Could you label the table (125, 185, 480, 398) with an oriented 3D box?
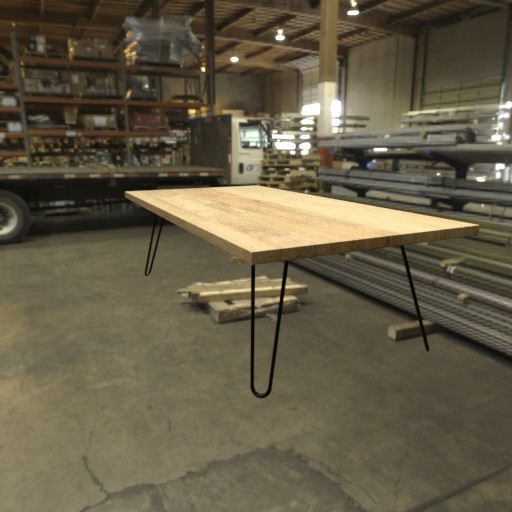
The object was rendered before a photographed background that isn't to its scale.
[{"bbox_3d":[0.000,0.000,1.696,0.699,0.400,1.348,-7,16,-26],"label":"table"}]
